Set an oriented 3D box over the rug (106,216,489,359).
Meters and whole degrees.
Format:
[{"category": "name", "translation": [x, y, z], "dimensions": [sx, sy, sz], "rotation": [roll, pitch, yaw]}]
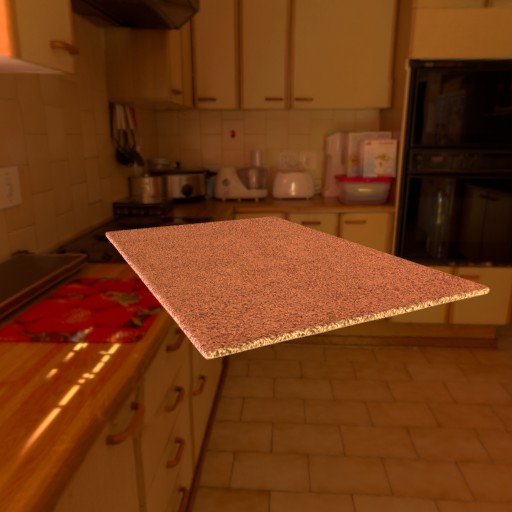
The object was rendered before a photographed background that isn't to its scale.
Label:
[{"category": "rug", "translation": [0.000, 0.000, 2.280], "dimensions": [1.219, 0.030, 1.778], "rotation": [-8, 17, -26]}]
